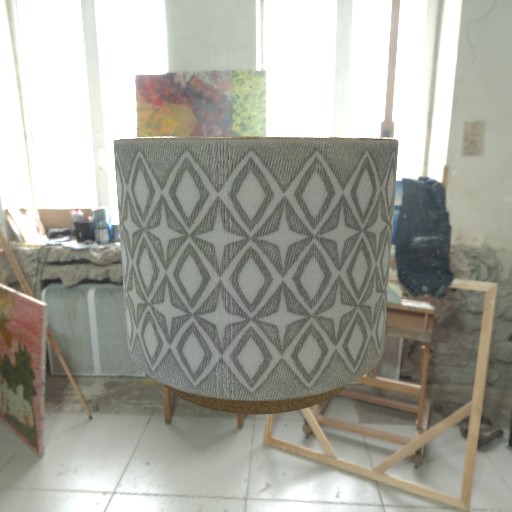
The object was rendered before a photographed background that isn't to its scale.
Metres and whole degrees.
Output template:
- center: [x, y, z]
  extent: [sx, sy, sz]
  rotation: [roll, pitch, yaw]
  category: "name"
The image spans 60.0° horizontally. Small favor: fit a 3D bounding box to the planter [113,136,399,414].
- center: [0.000, 0.000, 0.439]
  extent: [0.255, 0.223, 0.255]
  rotation: [0, 14, 0]
  category: "planter"
